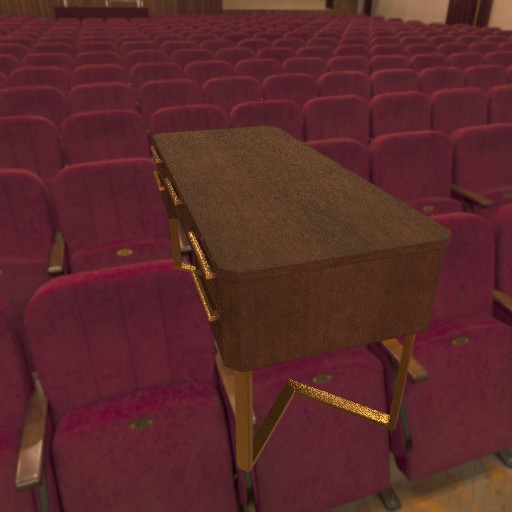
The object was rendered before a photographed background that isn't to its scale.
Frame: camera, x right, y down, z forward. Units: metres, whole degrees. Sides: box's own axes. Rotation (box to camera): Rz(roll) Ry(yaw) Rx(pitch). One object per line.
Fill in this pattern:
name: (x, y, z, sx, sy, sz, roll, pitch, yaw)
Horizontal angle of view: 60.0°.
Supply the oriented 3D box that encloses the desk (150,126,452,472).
desk: (0.000, 0.000, 1.902, 0.684, 0.762, 1.479, -9, 29, -16)
